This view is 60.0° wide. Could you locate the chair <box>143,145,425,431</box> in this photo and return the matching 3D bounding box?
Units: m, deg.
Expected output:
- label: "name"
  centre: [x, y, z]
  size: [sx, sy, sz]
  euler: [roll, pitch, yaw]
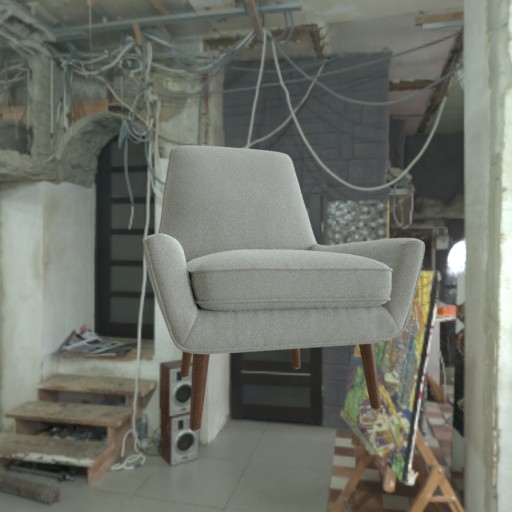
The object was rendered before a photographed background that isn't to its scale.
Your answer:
- label: "chair"
  centre: [0.000, 0.000, 1.518]
  size: [0.787, 0.888, 0.822]
  euler: [0, 0, -17]
